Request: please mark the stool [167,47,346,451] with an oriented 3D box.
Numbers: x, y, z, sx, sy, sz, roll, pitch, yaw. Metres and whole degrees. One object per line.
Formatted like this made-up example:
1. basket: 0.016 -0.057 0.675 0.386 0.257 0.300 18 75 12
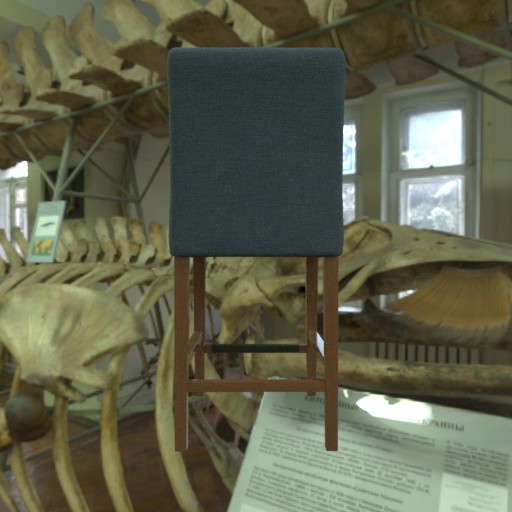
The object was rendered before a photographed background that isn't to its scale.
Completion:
1. stool: 0.000 0.000 1.294 0.470 0.981 0.577 0 1 0
